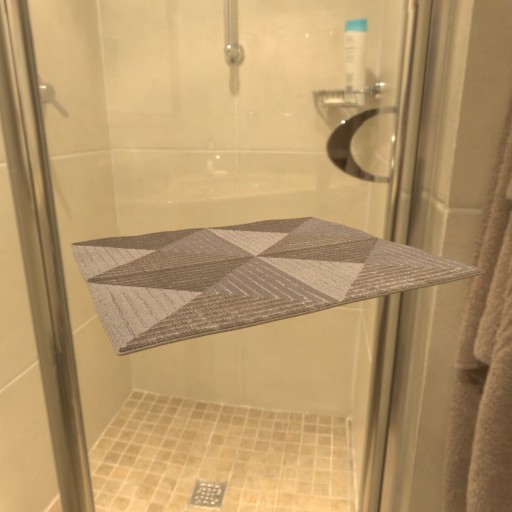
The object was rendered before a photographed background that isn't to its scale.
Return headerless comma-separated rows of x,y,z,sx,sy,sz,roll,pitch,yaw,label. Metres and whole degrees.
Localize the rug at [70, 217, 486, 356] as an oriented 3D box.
0.000,0.000,0.874,0.642,0.008,0.551,-8,19,-26,rug
